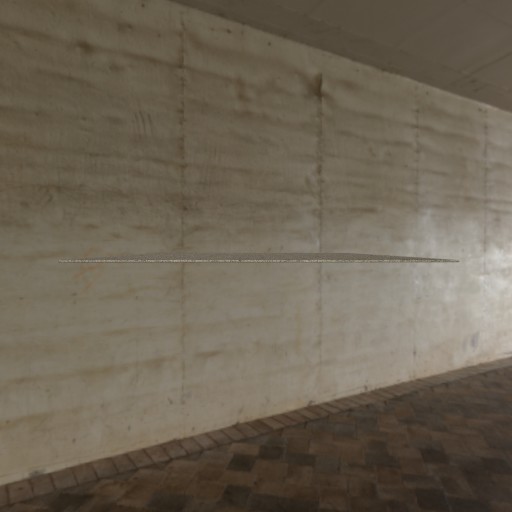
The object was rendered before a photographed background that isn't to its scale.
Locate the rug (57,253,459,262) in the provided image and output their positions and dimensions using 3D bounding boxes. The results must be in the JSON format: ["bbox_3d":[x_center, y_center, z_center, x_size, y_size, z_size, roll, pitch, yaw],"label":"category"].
[{"bbox_3d":[0.000,0.000,4.202,2.447,0.014,3.061,0,1,-1],"label":"rug"}]
